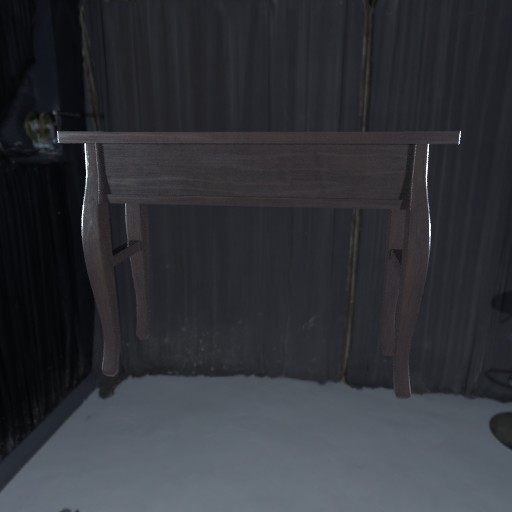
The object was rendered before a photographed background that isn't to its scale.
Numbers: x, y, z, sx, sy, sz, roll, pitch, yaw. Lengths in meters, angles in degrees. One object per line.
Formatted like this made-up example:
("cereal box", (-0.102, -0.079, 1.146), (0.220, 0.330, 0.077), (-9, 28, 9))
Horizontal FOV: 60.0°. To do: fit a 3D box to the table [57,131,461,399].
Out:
("table", (0.000, 0.000, 1.424), (1.062, 0.768, 0.373), (2, 15, 8))
